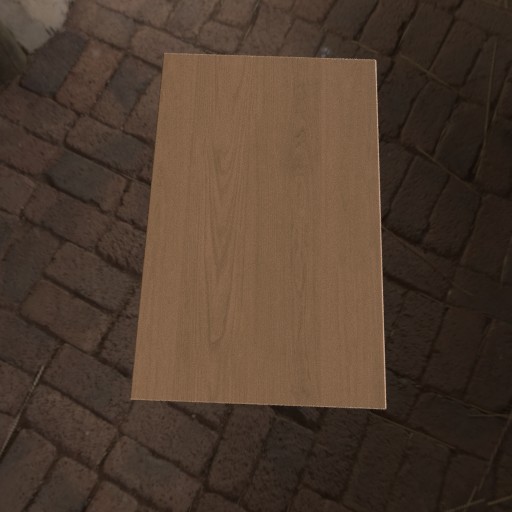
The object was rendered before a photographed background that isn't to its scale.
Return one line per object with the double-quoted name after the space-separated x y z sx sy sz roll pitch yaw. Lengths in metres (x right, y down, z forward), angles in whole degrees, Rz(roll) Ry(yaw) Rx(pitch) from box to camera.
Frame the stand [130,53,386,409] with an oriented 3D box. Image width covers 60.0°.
0.000 0.000 1.004 0.400 0.600 0.630 2 77 0 "stand"
